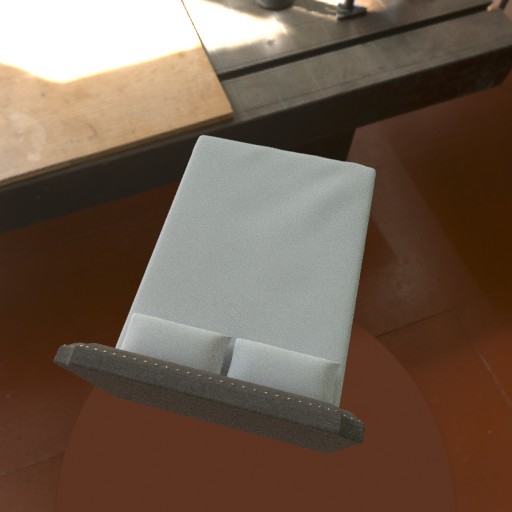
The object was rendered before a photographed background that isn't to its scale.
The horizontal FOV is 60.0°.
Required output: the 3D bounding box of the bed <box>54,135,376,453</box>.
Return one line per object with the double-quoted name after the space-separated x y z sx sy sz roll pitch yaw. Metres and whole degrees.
0.000 0.000 3.389 1.713 1.457 2.381 13 64 6 "bed"
